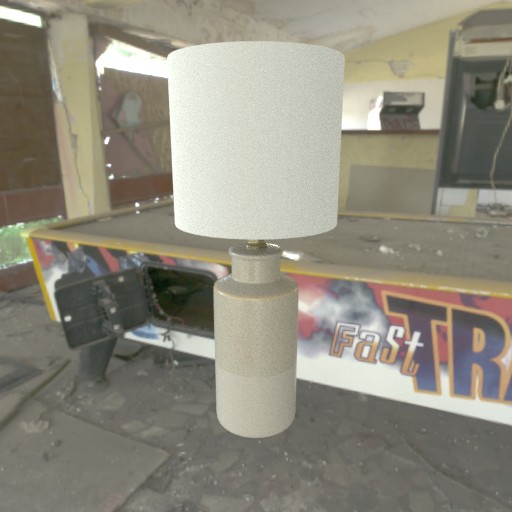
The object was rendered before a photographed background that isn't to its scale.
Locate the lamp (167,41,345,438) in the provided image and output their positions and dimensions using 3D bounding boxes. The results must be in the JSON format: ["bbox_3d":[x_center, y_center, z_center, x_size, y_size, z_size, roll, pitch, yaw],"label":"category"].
[{"bbox_3d":[0.000,0.000,0.601,0.212,0.493,0.212,-8,17,-27],"label":"lamp"}]
